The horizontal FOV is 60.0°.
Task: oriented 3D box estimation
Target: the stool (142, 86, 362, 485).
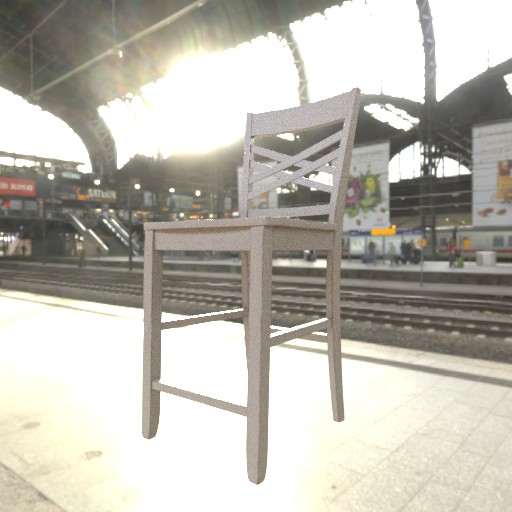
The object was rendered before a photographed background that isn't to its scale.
[{"bbox_3d":[0.000,0.000,1.372,0.462,1.079,0.539,1,1,38],"label":"stool"}]
